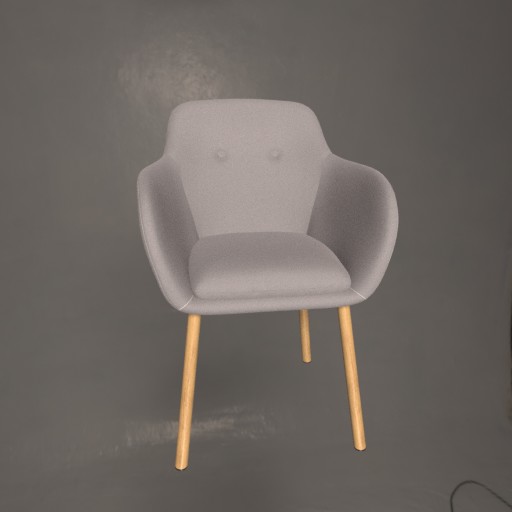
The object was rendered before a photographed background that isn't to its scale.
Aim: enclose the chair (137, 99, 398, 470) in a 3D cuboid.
[{"bbox_3d":[0.000,0.000,1.200,0.570,0.830,0.590,-2,17,-8],"label":"chair"}]
